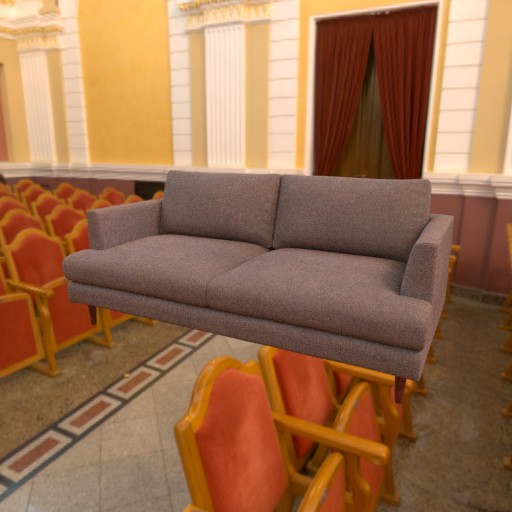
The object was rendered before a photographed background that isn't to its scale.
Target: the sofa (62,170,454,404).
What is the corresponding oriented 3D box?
[{"bbox_3d":[0.000,0.000,2.480,1.948,0.868,1.020,7,16,27],"label":"sofa"}]
